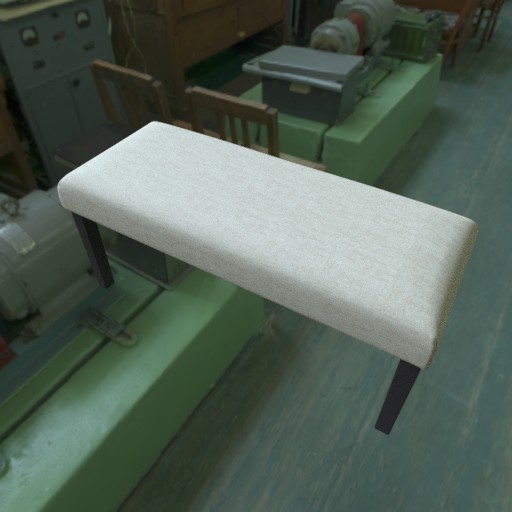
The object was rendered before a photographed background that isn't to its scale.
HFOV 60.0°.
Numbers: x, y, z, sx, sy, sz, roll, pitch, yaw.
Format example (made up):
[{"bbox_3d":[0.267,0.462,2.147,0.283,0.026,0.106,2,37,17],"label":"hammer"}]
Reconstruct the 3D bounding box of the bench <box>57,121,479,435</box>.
[{"bbox_3d":[0.000,0.000,1.242,1.013,0.456,0.407,22,48,22],"label":"bench"}]
